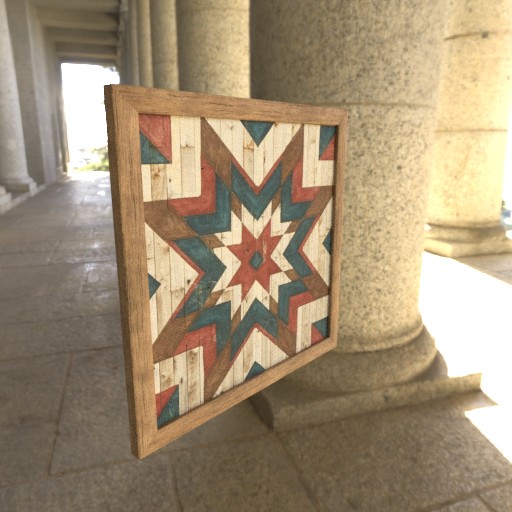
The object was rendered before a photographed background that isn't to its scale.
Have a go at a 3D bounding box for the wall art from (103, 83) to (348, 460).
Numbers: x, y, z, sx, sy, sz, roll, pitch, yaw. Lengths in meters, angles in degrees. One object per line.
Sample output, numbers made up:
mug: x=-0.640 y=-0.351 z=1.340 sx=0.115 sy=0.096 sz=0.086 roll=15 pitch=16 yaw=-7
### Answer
wall art: x=0.000 y=0.000 z=1.036 sx=0.029 sy=0.691 sz=0.695 roll=13 pitch=19 yaw=42
